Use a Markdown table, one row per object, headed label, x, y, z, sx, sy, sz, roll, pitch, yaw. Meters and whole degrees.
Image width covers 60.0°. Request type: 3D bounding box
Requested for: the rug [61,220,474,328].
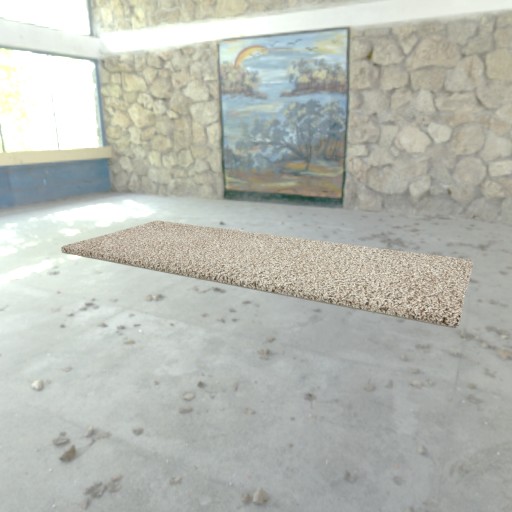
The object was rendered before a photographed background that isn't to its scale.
| label | x | y | z | sx | sy | sz | roll | pitch | yaw |
| --- | --- | --- | --- | --- | --- | --- | --- | --- | --- |
| rug | 0.000 | 0.000 | 1.750 | 1.524 | 0.030 | 0.609 | 9 | 18 | 27 |
